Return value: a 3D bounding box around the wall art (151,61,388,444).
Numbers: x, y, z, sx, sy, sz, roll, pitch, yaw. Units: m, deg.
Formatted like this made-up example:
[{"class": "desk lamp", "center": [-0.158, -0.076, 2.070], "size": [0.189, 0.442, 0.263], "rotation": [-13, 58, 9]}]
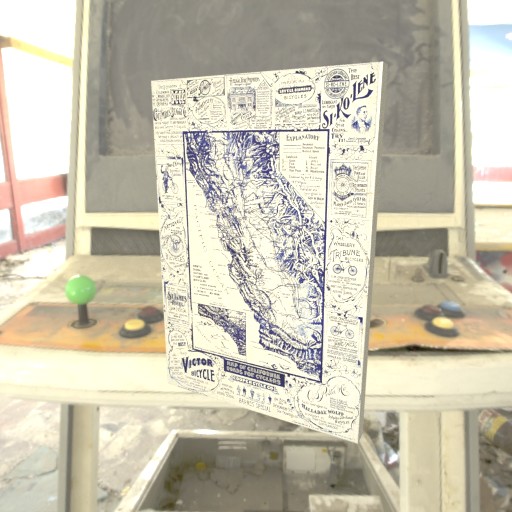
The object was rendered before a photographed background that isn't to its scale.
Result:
[{"class": "wall art", "center": [0.000, 0.000, 0.980], "size": [0.511, 0.753, 0.039], "rotation": [8, 16, 27]}]
